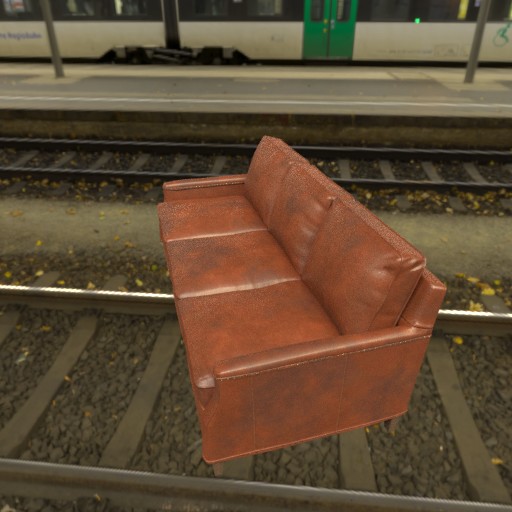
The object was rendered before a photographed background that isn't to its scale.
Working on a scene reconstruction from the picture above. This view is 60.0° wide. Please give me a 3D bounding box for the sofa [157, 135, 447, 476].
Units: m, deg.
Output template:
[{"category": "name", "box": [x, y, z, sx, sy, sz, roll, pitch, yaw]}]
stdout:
[{"category": "sofa", "box": [0.000, 0.000, 2.794, 1.084, 1.003, 2.240, -8, 30, -14]}]
